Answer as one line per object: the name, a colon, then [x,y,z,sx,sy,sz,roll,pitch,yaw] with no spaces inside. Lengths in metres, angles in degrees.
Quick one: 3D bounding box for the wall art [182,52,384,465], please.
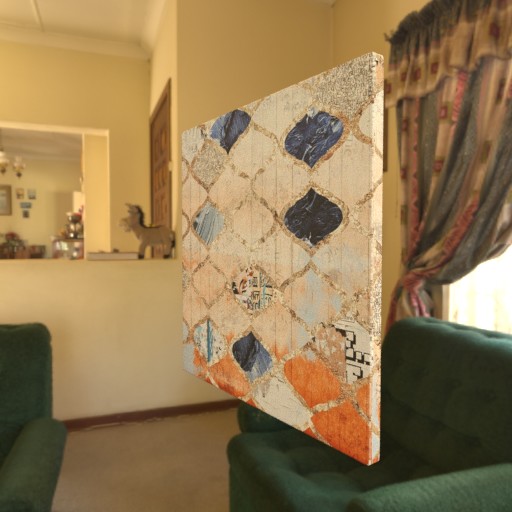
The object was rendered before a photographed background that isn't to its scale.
wall art: [0.000,0.000,1.350,0.039,0.914,0.912,-2,3,-36]
